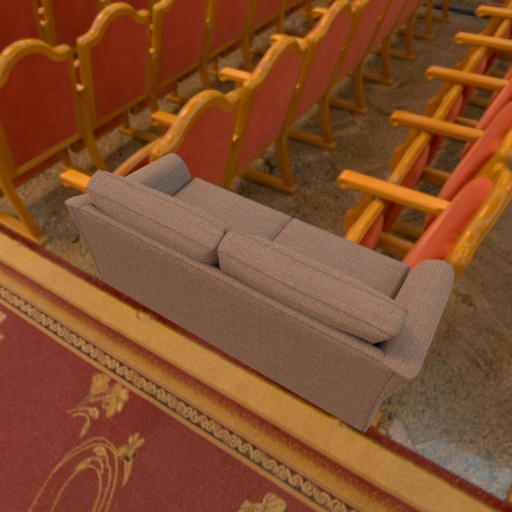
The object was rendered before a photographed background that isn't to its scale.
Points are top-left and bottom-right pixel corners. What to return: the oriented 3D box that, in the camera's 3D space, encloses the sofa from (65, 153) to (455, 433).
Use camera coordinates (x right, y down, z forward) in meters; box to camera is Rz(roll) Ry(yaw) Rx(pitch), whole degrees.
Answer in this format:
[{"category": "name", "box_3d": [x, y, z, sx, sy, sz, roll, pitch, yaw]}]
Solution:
[{"category": "sofa", "box_3d": [0.000, 0.000, 2.825, 2.270, 0.965, 0.980, 25, 52, 22]}]
